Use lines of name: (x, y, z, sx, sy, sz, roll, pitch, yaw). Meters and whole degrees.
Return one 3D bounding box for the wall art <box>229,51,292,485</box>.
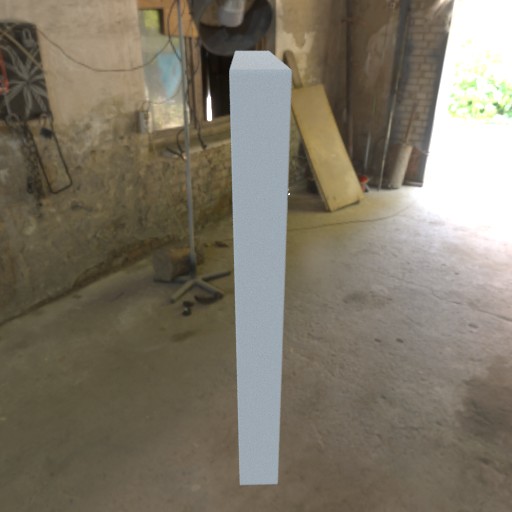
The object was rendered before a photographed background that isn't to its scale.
wall art: (0.000, 0.000, 0.466, 0.039, 0.381, 0.252, -1, 27, -1)
